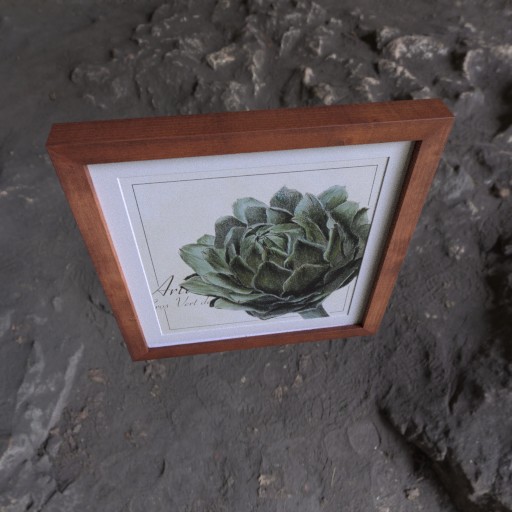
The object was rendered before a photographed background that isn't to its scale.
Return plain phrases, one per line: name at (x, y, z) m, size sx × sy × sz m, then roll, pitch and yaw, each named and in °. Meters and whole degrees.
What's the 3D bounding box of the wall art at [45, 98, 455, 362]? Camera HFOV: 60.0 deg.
wall art at (0.000, 0.000, 0.569) m, size 0.386 × 0.385 × 0.038 m, roll -5°, pitch 47°, yaw -5°
